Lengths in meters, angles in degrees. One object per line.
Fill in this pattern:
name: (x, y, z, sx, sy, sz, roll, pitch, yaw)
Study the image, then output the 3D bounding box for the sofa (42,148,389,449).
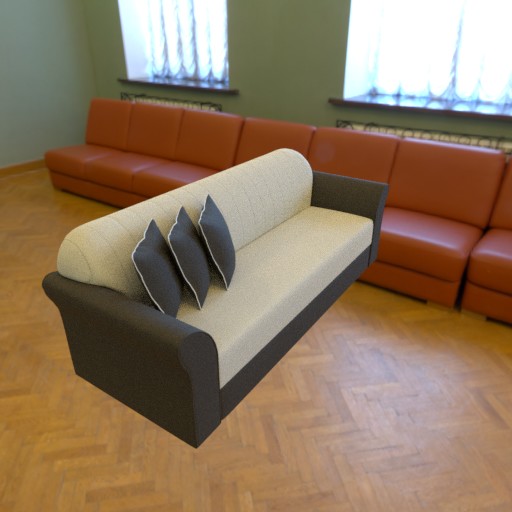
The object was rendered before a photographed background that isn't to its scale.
sofa: (0.000, 0.000, 2.433, 0.755, 0.787, 2.001, 17, 32, 30)
